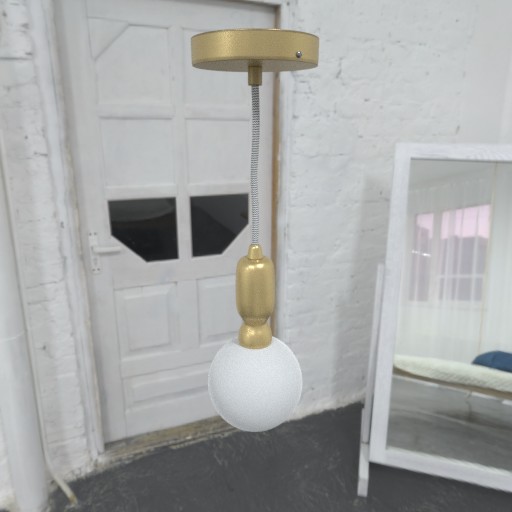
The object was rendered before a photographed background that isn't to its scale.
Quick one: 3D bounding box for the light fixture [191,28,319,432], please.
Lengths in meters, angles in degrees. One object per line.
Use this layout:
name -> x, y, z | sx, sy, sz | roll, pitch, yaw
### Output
light fixture -> 0.000, 0.000, 0.576 | 0.147, 0.510, 0.146 | 17, 24, 42
